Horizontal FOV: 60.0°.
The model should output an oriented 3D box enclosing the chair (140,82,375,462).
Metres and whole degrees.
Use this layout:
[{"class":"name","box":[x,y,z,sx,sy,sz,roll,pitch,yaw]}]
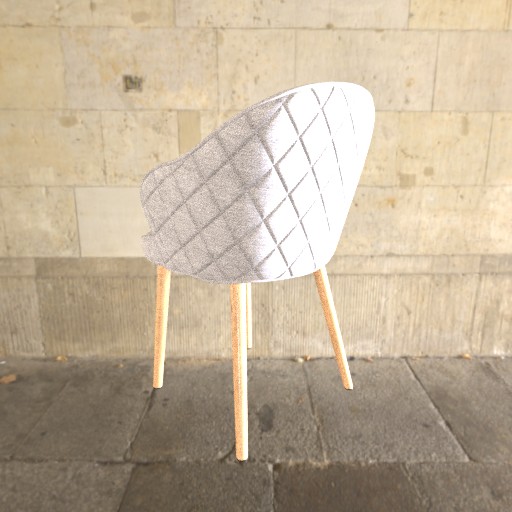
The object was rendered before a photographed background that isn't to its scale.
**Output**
[{"class":"chair","box":[0.000,0.000,1.151,0.540,0.800,0.530,-14,20,-43]}]
